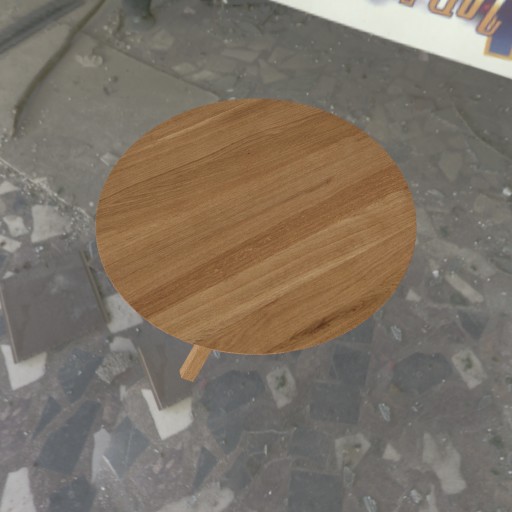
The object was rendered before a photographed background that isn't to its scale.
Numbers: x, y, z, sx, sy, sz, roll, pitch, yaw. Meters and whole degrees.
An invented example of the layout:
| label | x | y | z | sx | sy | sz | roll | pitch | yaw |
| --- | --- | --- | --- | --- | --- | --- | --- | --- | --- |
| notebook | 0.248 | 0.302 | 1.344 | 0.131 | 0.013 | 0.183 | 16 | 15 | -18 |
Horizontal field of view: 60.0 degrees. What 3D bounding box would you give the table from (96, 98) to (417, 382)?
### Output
| label | x | y | z | sx | sy | sz | roll | pitch | yaw |
| --- | --- | --- | --- | --- | --- | --- | --- | --- | --- |
| table | 0.000 | 0.000 | 1.739 | 1.038 | 0.666 | 1.038 | 0 | 58 | 0 |
